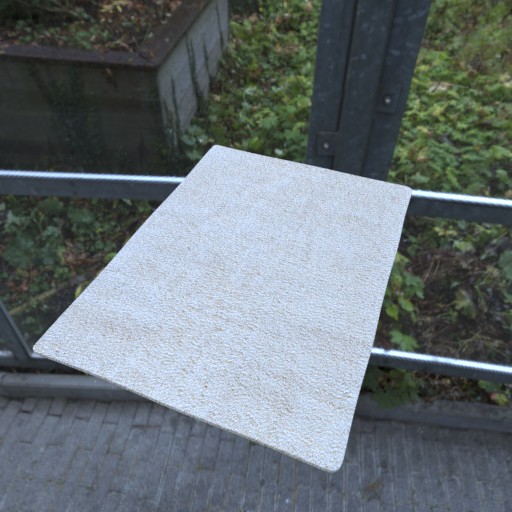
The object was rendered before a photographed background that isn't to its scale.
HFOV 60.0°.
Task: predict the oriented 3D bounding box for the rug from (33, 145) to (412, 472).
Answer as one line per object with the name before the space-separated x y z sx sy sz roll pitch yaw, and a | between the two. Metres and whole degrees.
rug | 0.000 0.000 2.054 1.200 0.027 1.600 16 47 15
